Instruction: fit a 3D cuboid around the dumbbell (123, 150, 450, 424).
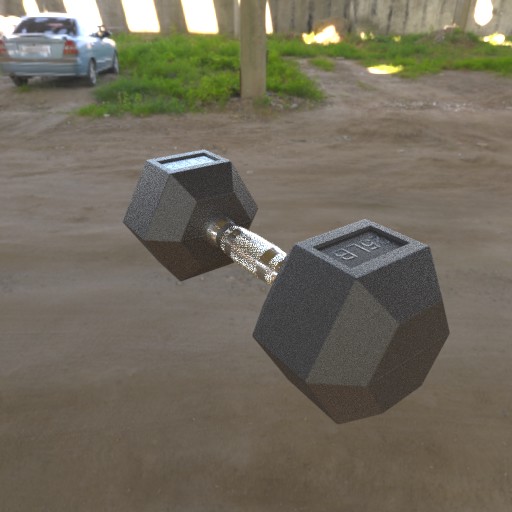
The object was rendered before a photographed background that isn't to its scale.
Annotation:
[{"bbox_3d":[0.000,0.000,0.376,0.129,0.113,0.315,-19,34,-31],"label":"dumbbell"}]
